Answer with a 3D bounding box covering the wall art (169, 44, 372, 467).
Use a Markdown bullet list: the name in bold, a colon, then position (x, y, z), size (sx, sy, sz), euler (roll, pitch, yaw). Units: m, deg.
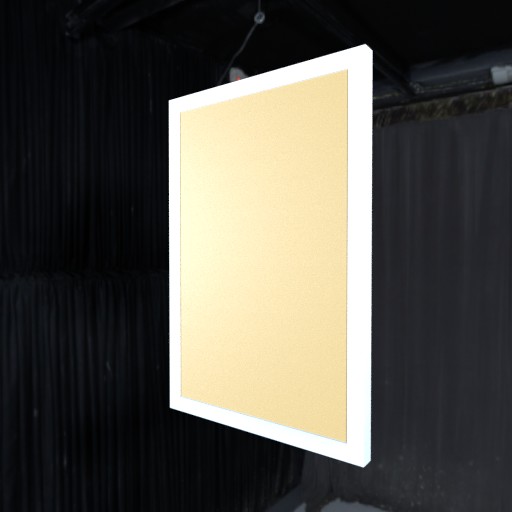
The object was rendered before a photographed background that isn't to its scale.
- **wall art**: position (0.000, 0.000, 1.155), size (0.612, 0.915, 0.039), euler (1, 1, 36)
